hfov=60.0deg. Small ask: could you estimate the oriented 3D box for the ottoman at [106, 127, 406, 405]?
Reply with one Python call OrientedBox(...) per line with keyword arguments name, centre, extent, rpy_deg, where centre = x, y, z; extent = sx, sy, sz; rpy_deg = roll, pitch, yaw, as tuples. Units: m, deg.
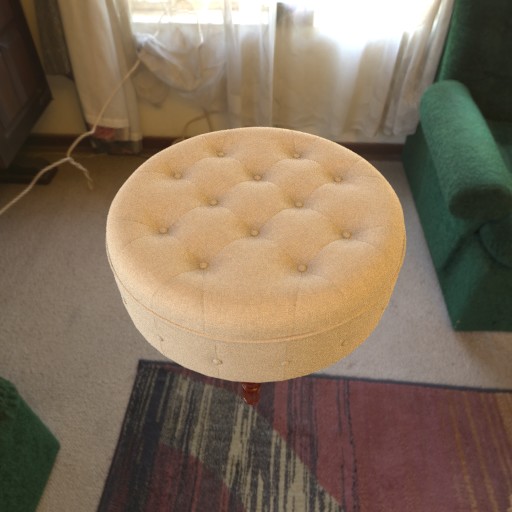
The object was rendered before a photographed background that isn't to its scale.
OrientedBox(name="ottoman", centre=(0.000, 0.000, 1.403), extent=(0.849, 0.478, 0.849), rpy_deg=(0, 46, 0))
